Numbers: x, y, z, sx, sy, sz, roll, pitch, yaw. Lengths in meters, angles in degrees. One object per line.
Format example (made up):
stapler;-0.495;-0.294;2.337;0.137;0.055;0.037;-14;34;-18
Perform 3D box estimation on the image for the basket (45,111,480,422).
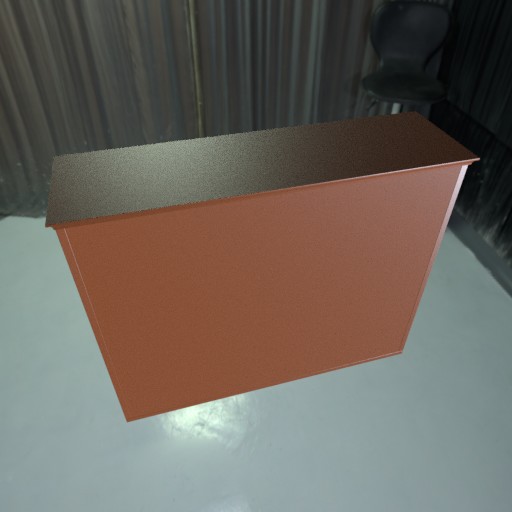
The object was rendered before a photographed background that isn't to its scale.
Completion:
basket;0.000;0.000;1.115;0.792;0.625;0.376;-11;42;-12
